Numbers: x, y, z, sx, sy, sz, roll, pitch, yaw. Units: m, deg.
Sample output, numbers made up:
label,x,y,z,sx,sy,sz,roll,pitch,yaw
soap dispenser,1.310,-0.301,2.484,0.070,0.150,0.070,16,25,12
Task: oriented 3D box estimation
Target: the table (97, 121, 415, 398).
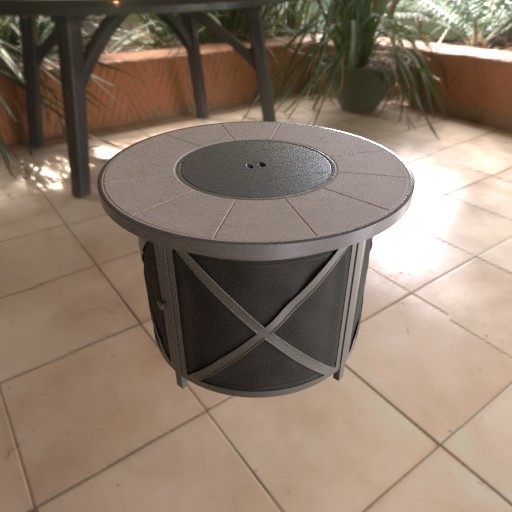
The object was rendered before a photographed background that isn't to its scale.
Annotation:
label,x,y,z,sx,sy,sz,roll,pitch,yaw
table,0.000,0.000,1.509,0.914,0.650,0.914,0,33,0
